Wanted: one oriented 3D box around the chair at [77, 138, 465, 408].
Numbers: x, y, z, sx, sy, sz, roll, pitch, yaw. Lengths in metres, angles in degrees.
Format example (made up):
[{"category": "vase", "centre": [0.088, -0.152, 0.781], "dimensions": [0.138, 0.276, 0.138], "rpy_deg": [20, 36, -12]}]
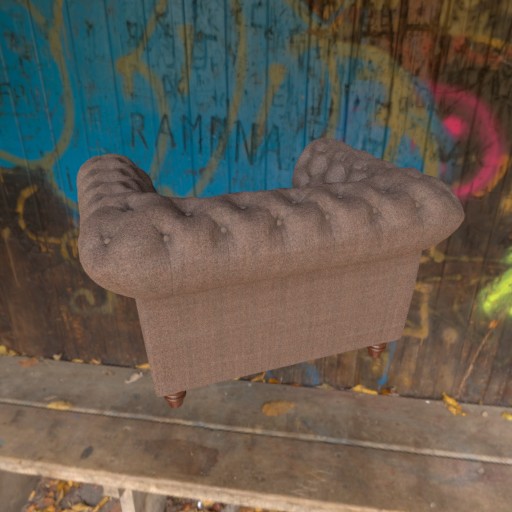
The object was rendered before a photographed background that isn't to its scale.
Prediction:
[{"category": "chair", "centre": [0.000, 0.000, 1.811], "dimensions": [1.298, 0.780, 0.945], "rpy_deg": [-9, 27, -18]}]
